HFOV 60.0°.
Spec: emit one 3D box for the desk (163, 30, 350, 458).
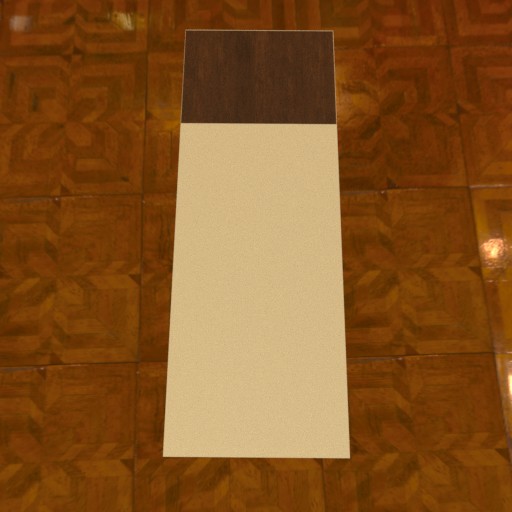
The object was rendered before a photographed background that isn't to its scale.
[{"bbox_3d":[0.000,0.000,1.439,0.409,0.761,1.069,0,76,0],"label":"desk"}]
